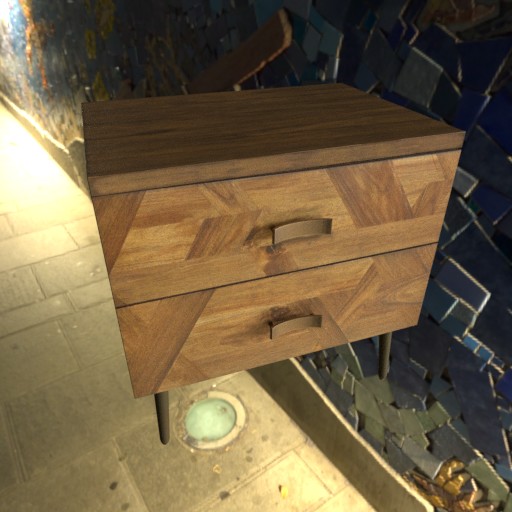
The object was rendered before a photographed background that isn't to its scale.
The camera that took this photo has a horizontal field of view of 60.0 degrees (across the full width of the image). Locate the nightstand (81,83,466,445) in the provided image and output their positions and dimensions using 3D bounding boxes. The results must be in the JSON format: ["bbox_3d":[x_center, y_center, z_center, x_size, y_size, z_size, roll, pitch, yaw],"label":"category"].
[{"bbox_3d":[0.000,0.000,0.987,0.610,0.610,0.458,-11,34,-16],"label":"nightstand"}]
